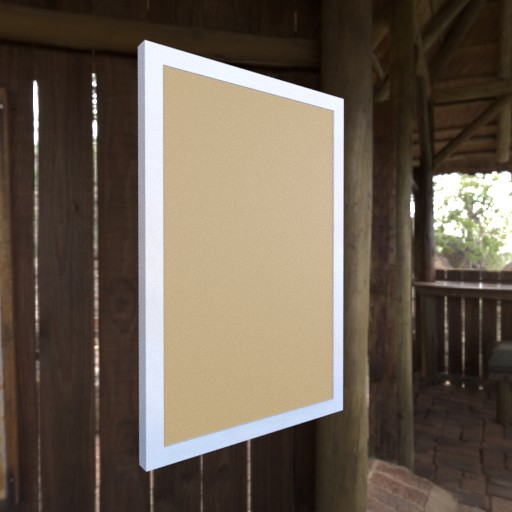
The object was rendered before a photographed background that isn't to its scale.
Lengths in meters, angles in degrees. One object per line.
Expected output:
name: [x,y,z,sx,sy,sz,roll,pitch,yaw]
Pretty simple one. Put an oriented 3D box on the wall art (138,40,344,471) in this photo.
wall art: [0.000,0.000,1.137,0.612,0.915,0.039,-1,1,-37]
